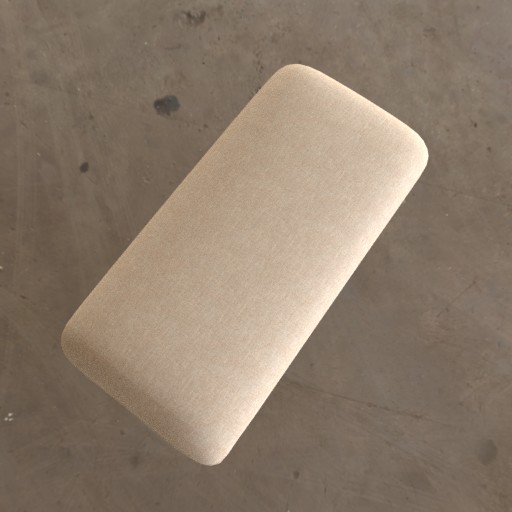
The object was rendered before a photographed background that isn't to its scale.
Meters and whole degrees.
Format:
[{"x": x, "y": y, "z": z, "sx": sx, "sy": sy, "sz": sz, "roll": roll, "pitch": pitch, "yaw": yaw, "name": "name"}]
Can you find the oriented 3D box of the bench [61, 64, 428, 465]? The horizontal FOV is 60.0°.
[{"x": 0.000, "y": 0.000, "z": 1.251, "sx": 0.483, "sy": 0.483, "sz": 0.991, "roll": 35, "pitch": 78, "yaw": 8, "name": "bench"}]
